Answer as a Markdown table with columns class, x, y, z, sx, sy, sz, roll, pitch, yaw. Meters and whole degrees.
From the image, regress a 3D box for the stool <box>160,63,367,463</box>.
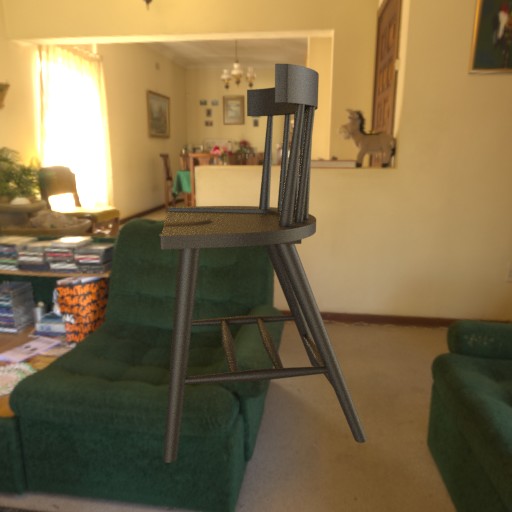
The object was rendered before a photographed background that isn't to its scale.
| class | x | y | z | sx | sy | sz | roll | pitch | yaw |
| --- | --- | --- | --- | --- | --- | --- | --- | --- | --- |
| stool | 0.000 | 0.000 | 1.274 | 0.549 | 0.953 | 0.494 | -2 | 14 | -9 |
